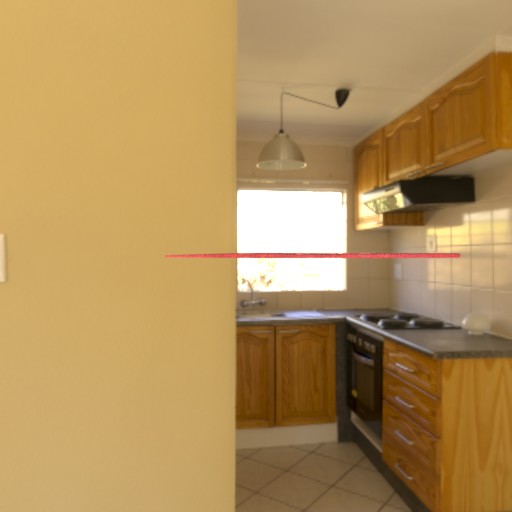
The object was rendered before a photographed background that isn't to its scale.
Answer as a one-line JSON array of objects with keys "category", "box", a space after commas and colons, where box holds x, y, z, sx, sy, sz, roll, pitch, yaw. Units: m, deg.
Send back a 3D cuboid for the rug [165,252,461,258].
[{"category": "rug", "box": [0.000, 0.000, 2.673, 0.813, 0.018, 2.439, 0, 0, -18]}]
